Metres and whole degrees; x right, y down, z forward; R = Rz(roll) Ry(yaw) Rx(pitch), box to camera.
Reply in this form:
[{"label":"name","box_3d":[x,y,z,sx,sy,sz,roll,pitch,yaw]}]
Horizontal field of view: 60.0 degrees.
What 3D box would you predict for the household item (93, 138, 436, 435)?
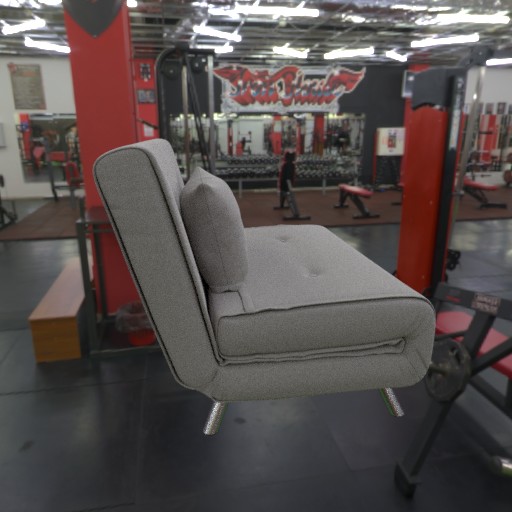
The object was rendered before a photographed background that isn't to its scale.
[{"label":"household item","box_3d":[0.000,0.000,1.586,0.874,0.800,1.000,-2,16,-8]}]
